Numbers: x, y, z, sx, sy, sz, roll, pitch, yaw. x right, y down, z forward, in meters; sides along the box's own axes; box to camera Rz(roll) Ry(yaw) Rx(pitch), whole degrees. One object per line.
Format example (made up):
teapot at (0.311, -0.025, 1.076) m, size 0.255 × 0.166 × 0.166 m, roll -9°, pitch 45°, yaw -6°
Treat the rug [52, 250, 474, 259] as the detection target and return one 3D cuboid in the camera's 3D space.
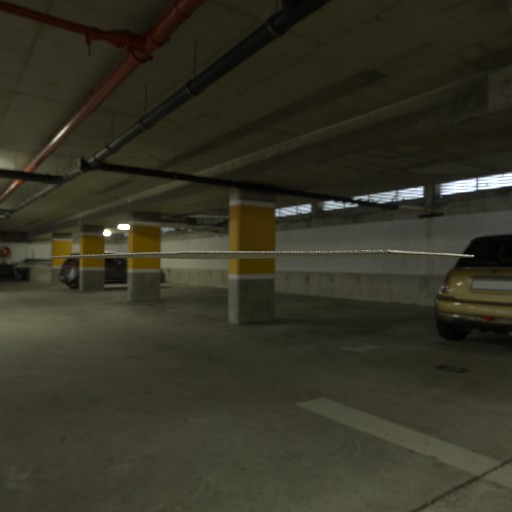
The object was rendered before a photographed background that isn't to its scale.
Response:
rug at (0.000, 0.000, 2.220) m, size 1.789 × 0.021 × 1.159 m, roll -1°, pitch -1°, yaw 37°
